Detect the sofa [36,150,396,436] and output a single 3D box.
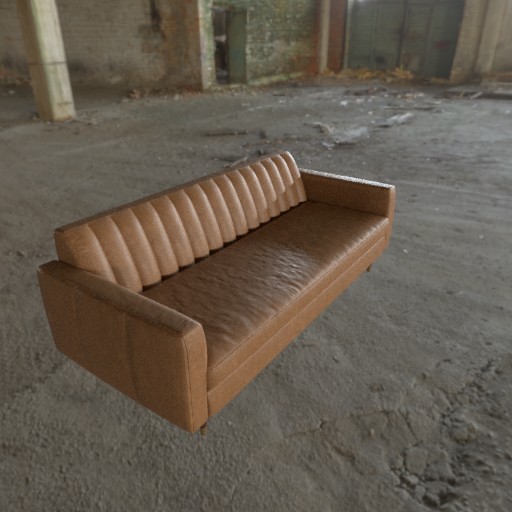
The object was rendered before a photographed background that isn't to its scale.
[{"bbox_3d":[0.000,0.000,2.749,0.990,0.821,2.291,18,31,31],"label":"sofa"}]
